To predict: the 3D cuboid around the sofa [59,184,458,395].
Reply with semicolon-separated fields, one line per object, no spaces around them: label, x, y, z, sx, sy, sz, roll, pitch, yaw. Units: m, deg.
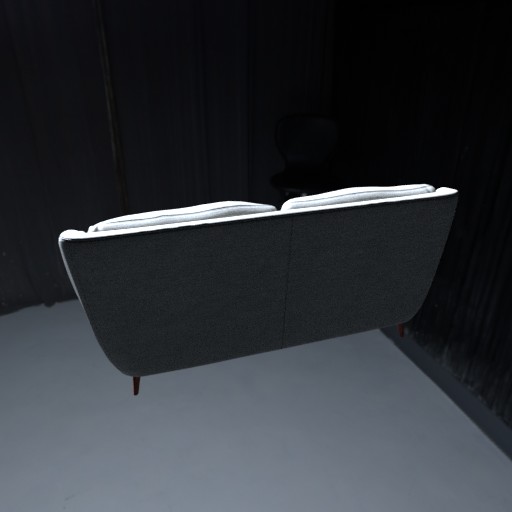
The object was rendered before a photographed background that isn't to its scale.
sofa;0.000;0.000;2.469;1.930;0.897;0.976;-8;28;-16
